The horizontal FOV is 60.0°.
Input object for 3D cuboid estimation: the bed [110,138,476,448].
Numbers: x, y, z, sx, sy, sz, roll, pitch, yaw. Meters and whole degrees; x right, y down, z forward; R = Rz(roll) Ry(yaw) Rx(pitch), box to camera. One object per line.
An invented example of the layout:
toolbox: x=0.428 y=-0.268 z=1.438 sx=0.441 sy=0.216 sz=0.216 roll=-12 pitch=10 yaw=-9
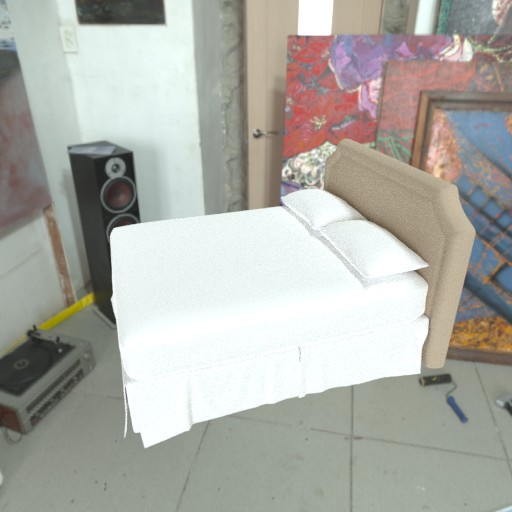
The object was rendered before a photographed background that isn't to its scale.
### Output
bed: x=0.000 y=0.000 z=3.293 sx=2.204 sy=1.301 sz=1.828 roll=-9 pitch=29 yaw=-16
